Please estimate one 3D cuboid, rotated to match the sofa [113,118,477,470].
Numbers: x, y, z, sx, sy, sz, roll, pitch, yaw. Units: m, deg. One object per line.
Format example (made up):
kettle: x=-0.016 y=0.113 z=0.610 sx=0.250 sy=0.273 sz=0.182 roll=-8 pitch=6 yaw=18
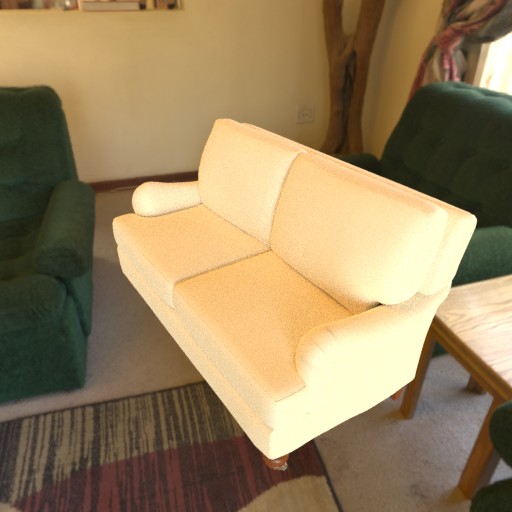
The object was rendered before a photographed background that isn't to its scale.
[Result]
sofa: x=0.000 y=0.000 z=2.473 sx=1.084 sy=1.101 sz=1.853 roll=-20 pitch=37 yaw=-29
